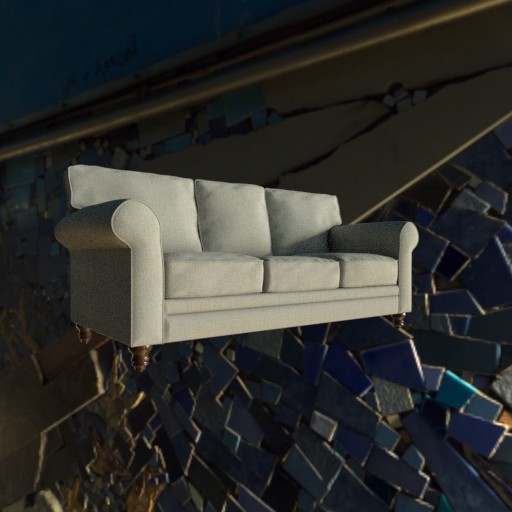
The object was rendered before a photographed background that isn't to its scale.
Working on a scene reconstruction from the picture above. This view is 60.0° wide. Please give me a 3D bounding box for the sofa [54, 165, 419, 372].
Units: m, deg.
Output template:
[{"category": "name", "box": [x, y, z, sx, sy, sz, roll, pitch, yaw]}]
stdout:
[{"category": "sofa", "box": [0.000, 0.000, 2.665, 2.084, 0.961, 0.916, 0, 0, -37]}]
